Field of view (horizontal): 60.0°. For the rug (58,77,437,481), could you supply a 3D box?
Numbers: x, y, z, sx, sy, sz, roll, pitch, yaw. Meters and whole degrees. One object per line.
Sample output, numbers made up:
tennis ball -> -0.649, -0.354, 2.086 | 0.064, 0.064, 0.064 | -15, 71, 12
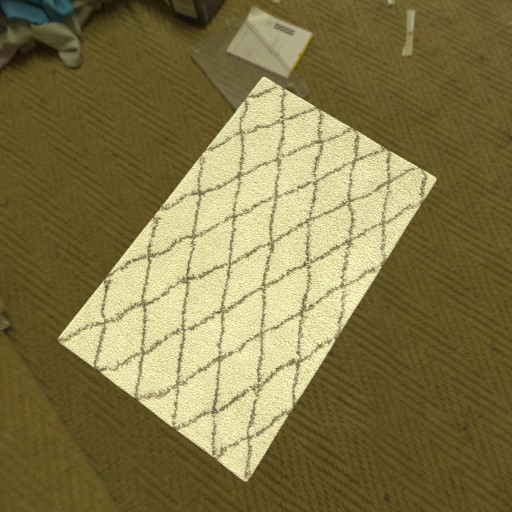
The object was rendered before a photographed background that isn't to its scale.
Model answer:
rug -> 0.000, 0.000, 3.074 | 1.524, 0.030, 2.438 | 33, 78, 8
